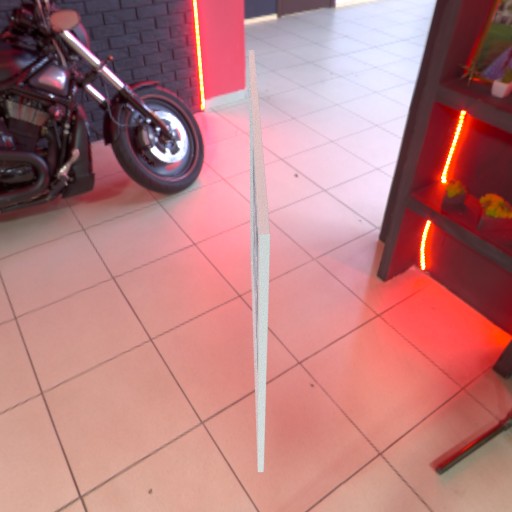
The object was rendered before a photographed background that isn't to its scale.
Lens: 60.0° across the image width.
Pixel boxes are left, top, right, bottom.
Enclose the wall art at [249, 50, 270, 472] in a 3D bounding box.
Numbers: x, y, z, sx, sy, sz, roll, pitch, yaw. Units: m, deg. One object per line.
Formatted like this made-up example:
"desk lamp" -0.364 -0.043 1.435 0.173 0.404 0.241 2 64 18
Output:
"wall art" 0.000 0.000 0.678 0.009 0.457 0.456 -1 42 -1
